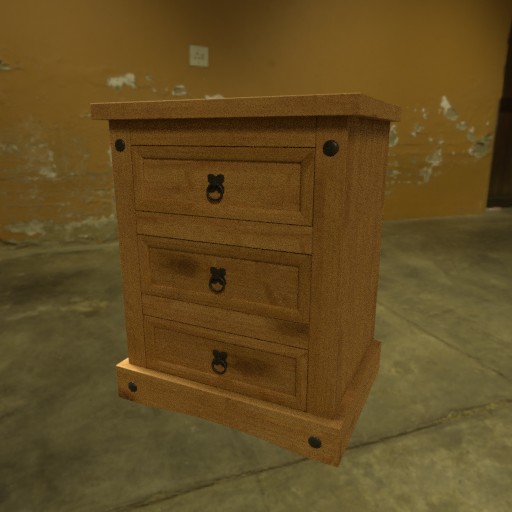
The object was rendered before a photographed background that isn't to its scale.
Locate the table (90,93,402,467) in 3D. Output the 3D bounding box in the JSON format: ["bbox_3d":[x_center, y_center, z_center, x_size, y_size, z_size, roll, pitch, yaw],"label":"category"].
[{"bbox_3d":[0.000,0.000,1.263,0.660,0.813,0.500,7,17,25],"label":"table"}]
